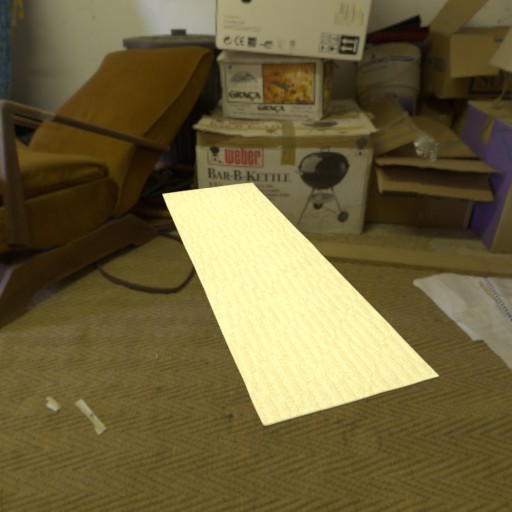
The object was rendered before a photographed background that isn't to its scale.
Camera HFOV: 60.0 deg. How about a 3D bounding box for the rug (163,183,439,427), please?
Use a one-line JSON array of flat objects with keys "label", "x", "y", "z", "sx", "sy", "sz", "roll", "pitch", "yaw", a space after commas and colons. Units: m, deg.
[{"label": "rug", "x": 0.000, "y": 0.000, "z": 2.756, "sx": 0.793, "sy": 0.014, "sz": 2.450, "roll": -10, "pitch": 31, "yaw": -17}]
